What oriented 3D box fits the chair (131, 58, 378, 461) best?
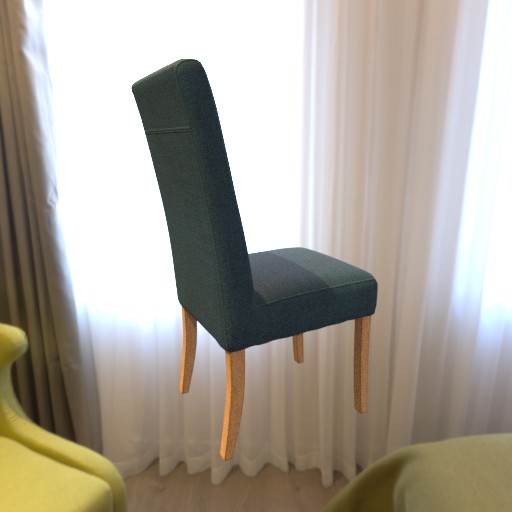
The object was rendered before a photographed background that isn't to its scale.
[{"bbox_3d":[0.000,0.000,1.362,0.610,1.029,0.450,-7,16,-26],"label":"chair"}]
